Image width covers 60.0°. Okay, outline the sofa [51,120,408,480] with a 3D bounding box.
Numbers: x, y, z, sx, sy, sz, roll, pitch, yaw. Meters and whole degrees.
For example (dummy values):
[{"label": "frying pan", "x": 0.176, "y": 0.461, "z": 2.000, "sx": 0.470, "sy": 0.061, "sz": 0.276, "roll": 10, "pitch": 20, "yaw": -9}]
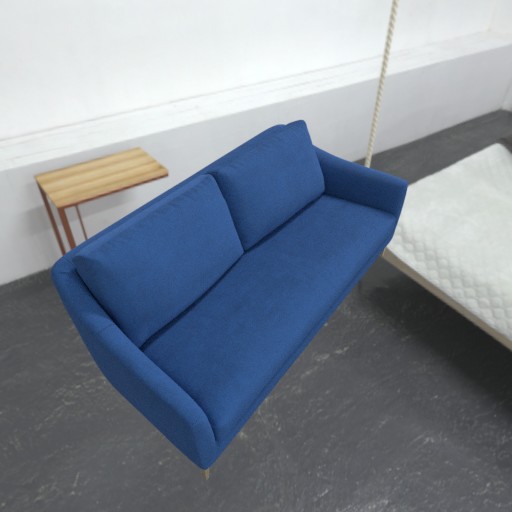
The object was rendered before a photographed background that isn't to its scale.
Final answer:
[{"label": "sofa", "x": 0.000, "y": 0.000, "z": 2.494, "sx": 0.960, "sy": 0.903, "sz": 2.036, "roll": 26, "pitch": 47, "yaw": 26}]
